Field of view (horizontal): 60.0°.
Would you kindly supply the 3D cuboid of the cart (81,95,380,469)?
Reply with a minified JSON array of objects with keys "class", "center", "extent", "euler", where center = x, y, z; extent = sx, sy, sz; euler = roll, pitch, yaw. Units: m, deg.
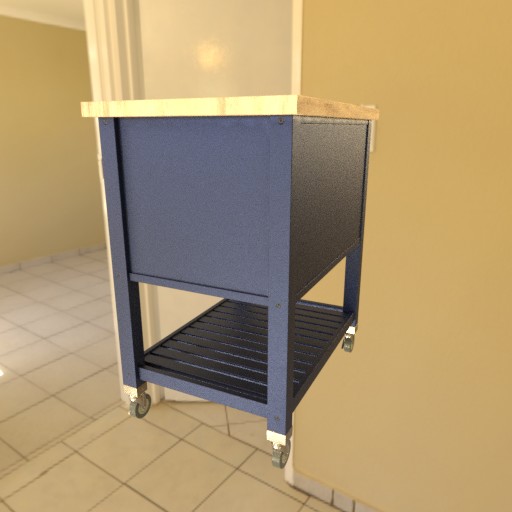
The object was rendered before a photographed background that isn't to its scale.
[{"class":"cart","center":[0.000,0.000,1.437],"extent":[0.567,0.920,0.797],"euler":[8,18,25]}]
